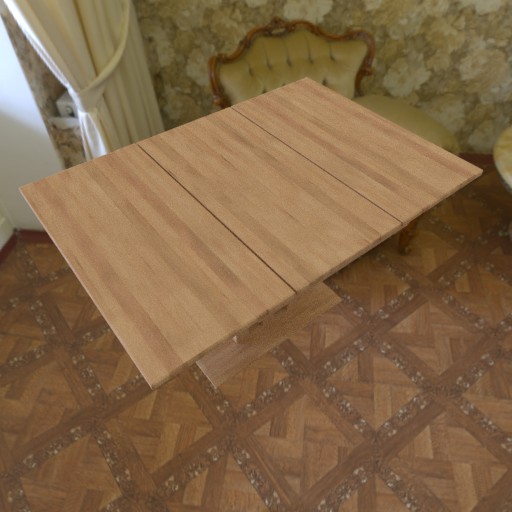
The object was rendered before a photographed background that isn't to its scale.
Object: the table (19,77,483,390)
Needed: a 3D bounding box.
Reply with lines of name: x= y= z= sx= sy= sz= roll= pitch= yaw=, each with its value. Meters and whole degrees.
table: x=0.000 y=0.000 z=1.783 sx=1.300 sy=0.770 sz=0.900 roll=-30 pitch=54 yaw=-25
